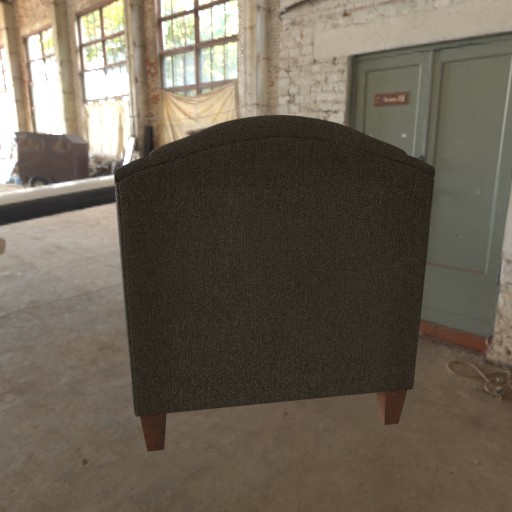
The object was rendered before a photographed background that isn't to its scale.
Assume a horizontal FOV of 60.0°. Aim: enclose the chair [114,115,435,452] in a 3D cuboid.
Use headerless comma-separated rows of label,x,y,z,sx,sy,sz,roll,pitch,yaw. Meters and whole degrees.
chair,0.000,0.000,1.444,0.763,0.839,0.787,-2,14,-10
